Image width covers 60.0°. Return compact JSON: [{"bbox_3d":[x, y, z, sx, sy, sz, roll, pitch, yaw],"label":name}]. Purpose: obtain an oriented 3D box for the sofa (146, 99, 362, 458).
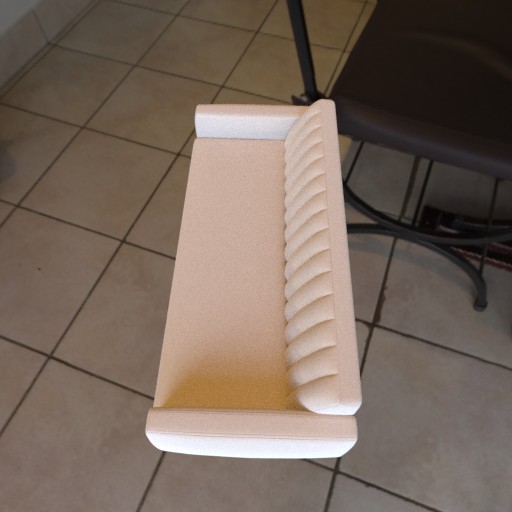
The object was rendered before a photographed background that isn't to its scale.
[{"bbox_3d":[0.000,0.000,2.762,0.990,0.821,2.291,2,58,1],"label":"sofa"}]
